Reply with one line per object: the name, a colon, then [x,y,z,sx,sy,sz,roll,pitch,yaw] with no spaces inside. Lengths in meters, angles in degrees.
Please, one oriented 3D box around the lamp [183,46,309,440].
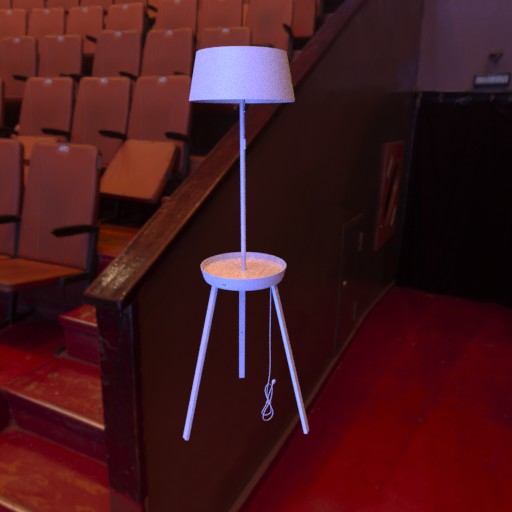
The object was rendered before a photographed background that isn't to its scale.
lamp: [0.000,0.000,1.673,0.468,1.429,0.508,8,19,24]
